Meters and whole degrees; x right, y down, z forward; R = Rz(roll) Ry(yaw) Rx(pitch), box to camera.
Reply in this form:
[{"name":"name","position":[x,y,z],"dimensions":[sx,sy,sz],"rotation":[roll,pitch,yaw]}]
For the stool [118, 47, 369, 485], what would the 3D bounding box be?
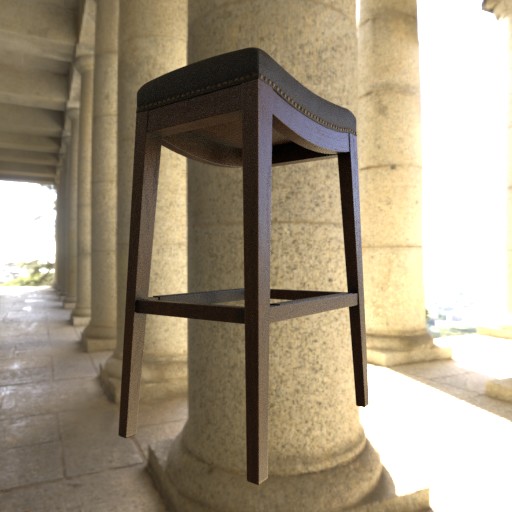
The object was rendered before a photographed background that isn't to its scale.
[{"name":"stool","position":[0.000,0.000,1.042],"dimensions":[0.361,0.765,0.500],"rotation":[0,-1,35]}]
